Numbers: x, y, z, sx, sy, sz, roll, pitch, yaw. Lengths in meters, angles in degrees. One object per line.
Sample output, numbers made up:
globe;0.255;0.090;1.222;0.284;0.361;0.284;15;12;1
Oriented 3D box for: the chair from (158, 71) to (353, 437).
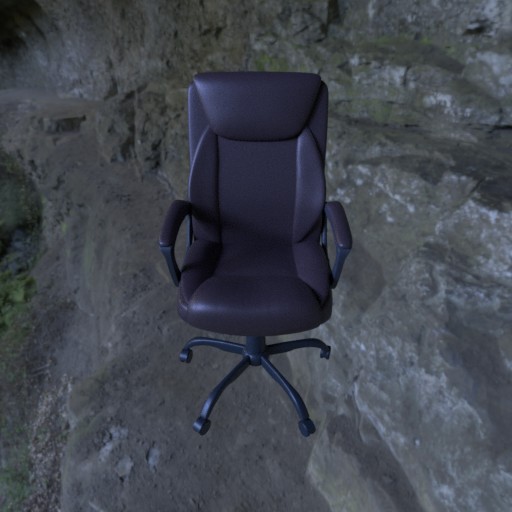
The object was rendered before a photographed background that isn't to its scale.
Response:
chair;0.000;0.000;1.485;0.615;1.072;0.655;1;32;1
